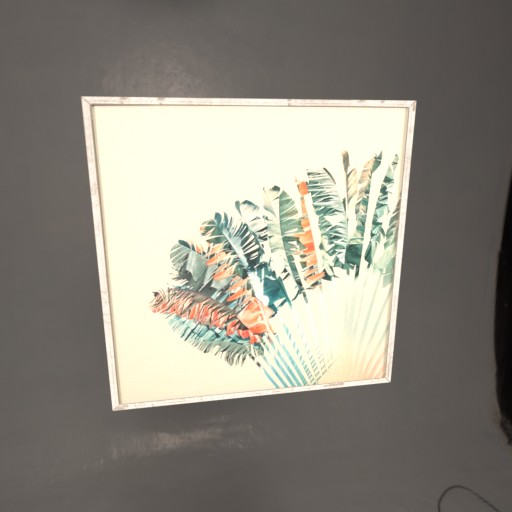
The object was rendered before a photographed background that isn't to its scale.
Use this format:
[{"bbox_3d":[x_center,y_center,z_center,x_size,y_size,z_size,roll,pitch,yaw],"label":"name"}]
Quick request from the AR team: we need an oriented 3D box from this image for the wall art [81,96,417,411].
[{"bbox_3d":[0.000,0.000,0.456,0.305,0.303,0.038,-3,16,-10],"label":"wall art"}]
